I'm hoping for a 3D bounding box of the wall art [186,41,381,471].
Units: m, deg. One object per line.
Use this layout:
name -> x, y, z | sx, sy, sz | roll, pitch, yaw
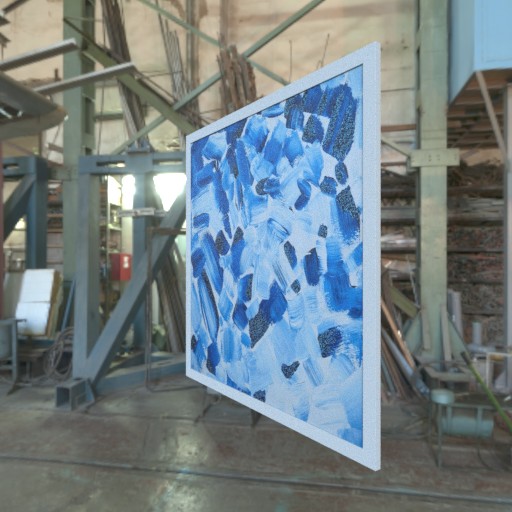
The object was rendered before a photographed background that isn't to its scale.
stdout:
wall art -> 0.000, 0.000, 1.175 | 0.015, 0.812, 0.812 | 0, 0, -35
